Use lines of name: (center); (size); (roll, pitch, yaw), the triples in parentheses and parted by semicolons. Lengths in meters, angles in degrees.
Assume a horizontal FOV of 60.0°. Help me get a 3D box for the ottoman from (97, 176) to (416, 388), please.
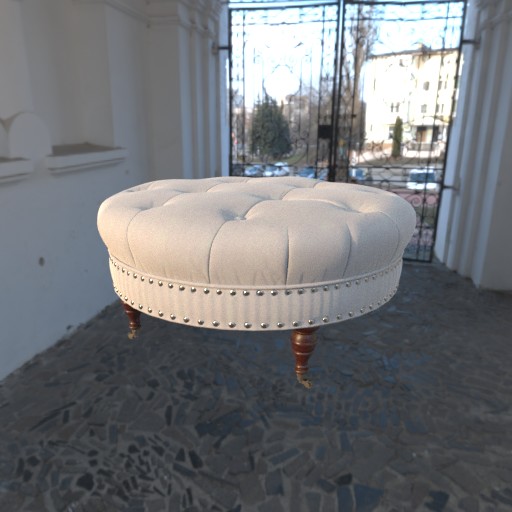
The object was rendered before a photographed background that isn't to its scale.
ottoman: (0.000, 0.000, 1.359); (0.901, 0.439, 0.901); (0, 16, 0)
